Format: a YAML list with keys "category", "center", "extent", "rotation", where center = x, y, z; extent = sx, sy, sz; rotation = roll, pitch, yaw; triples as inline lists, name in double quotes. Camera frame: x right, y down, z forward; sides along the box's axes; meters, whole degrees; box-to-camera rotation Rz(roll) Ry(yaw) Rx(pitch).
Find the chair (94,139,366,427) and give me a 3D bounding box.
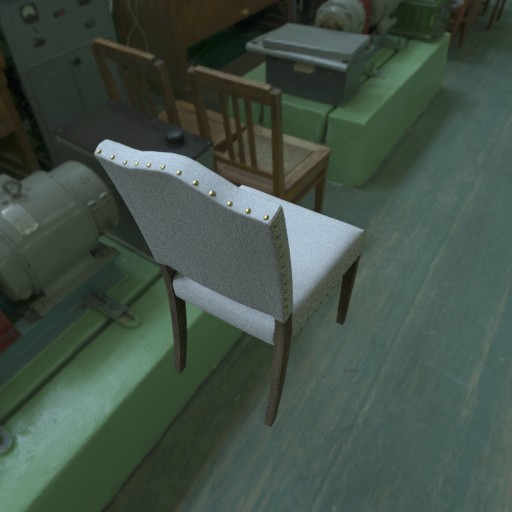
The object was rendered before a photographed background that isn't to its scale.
- category: "chair"
  center: [0.000, 0.000, 1.362]
  extent: [0.508, 1.020, 0.620]
  rotation: [24, 50, 21]
